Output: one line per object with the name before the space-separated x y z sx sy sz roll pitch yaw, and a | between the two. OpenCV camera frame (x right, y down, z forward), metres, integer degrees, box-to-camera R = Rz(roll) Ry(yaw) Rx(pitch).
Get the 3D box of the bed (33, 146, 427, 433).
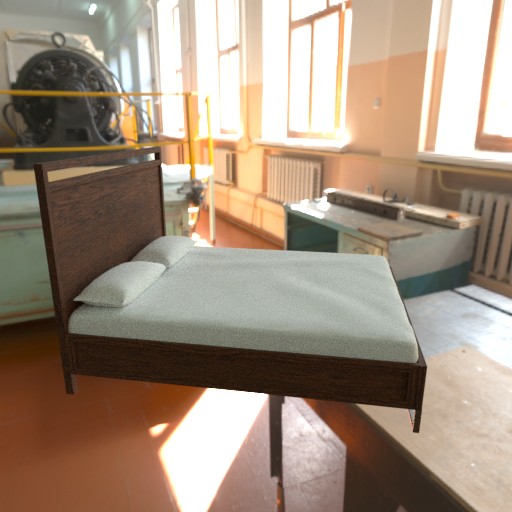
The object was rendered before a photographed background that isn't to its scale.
bed | 0.000 0.000 3.340 2.218 1.487 1.765 3 17 10
